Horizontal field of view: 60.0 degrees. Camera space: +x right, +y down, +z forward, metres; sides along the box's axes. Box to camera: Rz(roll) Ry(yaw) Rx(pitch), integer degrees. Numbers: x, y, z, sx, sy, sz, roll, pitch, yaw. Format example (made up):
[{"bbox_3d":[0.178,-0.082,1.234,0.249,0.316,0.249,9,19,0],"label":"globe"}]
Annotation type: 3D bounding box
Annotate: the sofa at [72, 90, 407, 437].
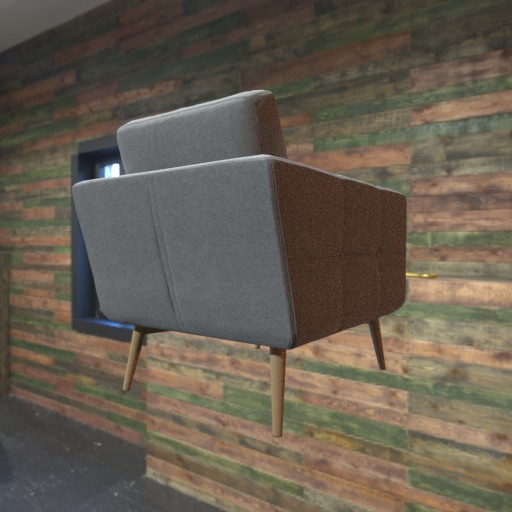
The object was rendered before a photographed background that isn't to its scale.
[{"bbox_3d":[0.000,0.000,1.504,0.770,0.860,0.920,1,2,36],"label":"sofa"}]
